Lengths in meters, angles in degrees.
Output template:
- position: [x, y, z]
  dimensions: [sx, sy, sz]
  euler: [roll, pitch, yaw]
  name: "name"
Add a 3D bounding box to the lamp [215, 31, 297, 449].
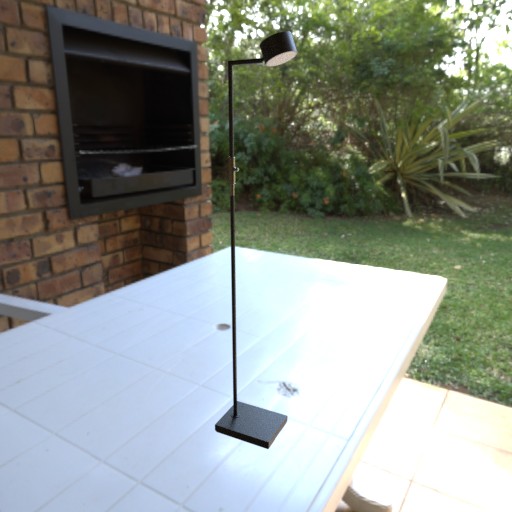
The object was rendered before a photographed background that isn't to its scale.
- position: [0.000, 0.000, 1.764]
  dimensions: [0.304, 1.600, 0.203]
  euler: [8, 17, 25]
  name: "lamp"
